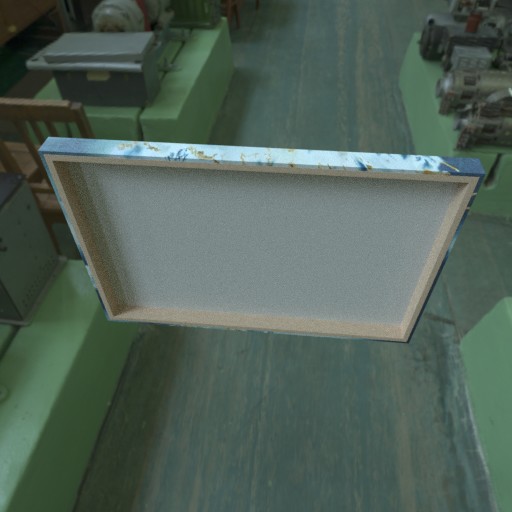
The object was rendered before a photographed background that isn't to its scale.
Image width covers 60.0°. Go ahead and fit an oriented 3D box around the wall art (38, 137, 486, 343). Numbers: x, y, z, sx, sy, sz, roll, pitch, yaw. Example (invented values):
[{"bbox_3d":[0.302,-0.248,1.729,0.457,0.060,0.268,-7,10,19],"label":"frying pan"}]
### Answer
[{"bbox_3d":[0.000,0.000,0.758,0.607,0.405,0.036,4,46,4],"label":"wall art"}]
